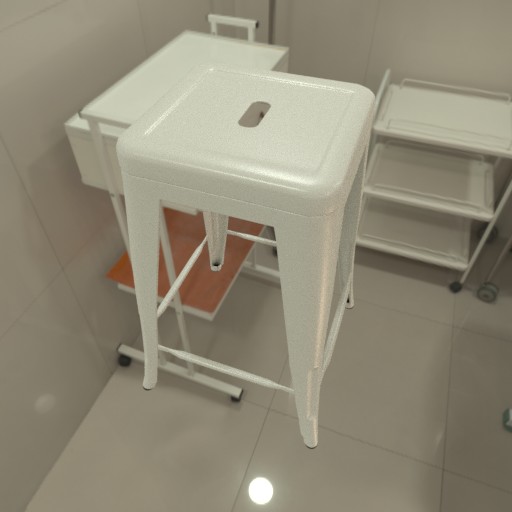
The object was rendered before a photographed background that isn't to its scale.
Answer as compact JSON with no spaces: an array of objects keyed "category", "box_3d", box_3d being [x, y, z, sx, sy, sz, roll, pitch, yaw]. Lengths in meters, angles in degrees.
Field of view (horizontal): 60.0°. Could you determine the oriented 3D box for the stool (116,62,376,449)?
[{"category":"stool","box_3d":[0.000,0.000,0.864,0.406,0.610,0.406,15,48,14]}]
